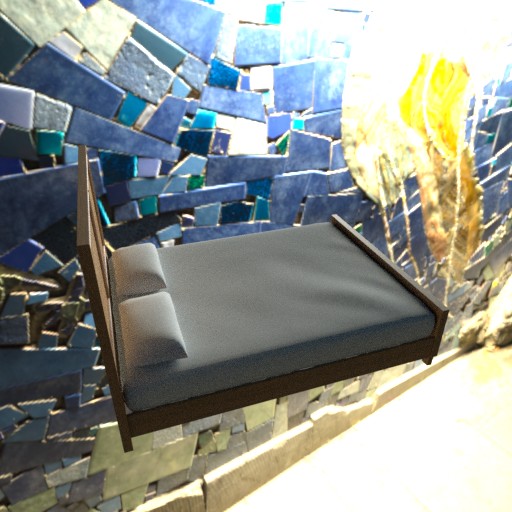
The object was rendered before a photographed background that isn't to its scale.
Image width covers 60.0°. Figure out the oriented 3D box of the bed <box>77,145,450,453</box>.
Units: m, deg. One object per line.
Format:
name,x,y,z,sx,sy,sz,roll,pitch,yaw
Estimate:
bed,0.000,0.000,3.221,2.184,1.387,1.606,-10,31,-16
